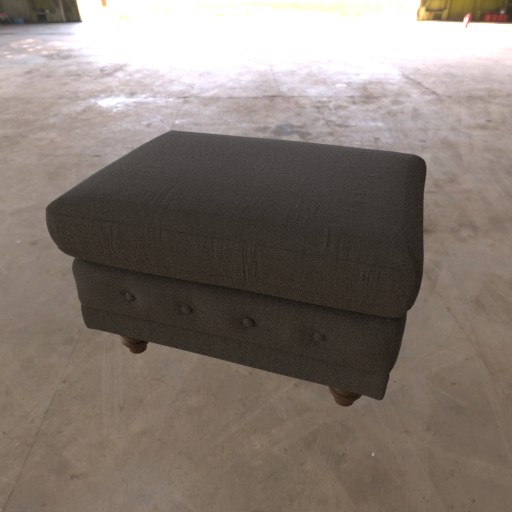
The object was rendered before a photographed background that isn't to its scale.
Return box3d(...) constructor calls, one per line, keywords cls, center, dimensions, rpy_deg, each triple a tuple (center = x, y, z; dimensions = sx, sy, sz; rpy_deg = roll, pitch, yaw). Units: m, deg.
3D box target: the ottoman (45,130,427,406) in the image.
box3d(cls="ottoman", center=(0.000, 0.000, 1.148), dimensions=(0.771, 0.500, 0.569), rpy_deg=(10, 34, 15))
